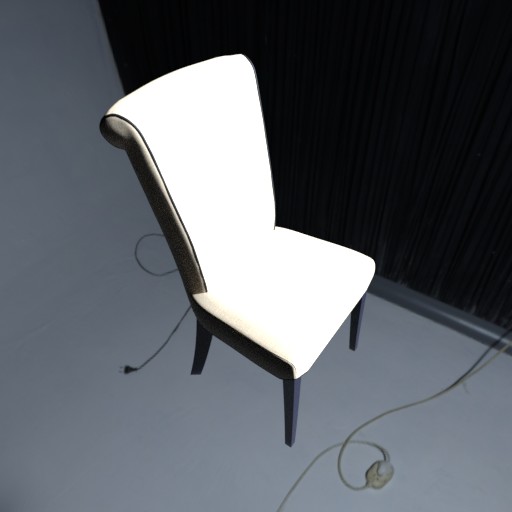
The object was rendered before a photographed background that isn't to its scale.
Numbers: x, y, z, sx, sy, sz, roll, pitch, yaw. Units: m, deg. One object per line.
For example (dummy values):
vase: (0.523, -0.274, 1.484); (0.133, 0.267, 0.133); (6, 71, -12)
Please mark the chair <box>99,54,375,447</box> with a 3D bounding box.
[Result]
chair: (0.000, 0.000, 1.378); (0.623, 0.997, 0.522); (26, 48, 25)
